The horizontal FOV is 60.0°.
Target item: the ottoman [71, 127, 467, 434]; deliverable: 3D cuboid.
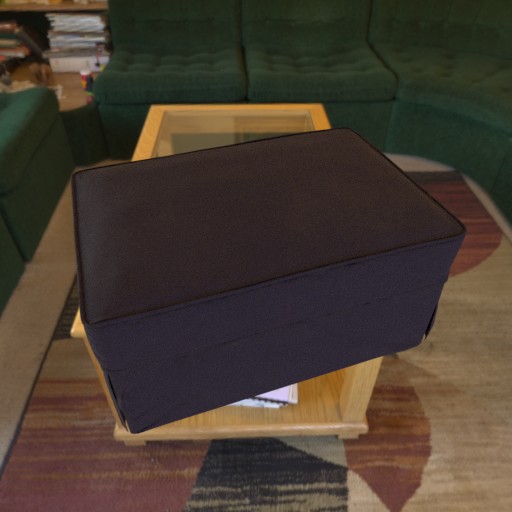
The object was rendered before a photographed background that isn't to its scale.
[{"bbox_3d":[0.000,0.000,1.300,0.938,0.503,0.637,-13,43,-14],"label":"ottoman"}]
